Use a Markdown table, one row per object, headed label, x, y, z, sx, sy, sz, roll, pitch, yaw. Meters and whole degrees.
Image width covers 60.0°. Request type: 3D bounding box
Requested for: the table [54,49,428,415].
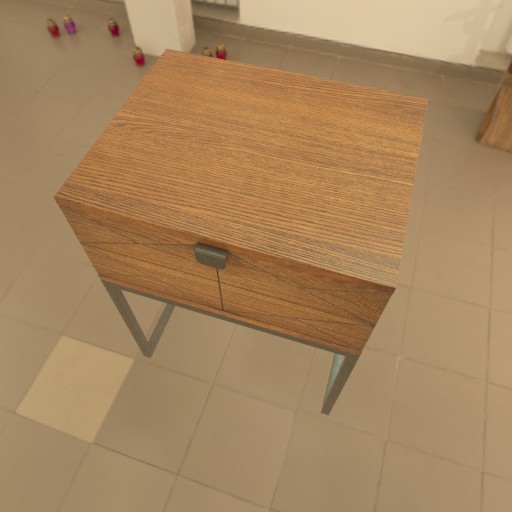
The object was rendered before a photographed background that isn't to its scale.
| label | x | y | z | sx | sy | sz | roll | pitch | yaw |
| --- | --- | --- | --- | --- | --- | --- | --- | --- | --- |
| table | 0.000 | 0.000 | 0.937 | 0.482 | 0.610 | 0.400 | 15 | 58 | 10 |
